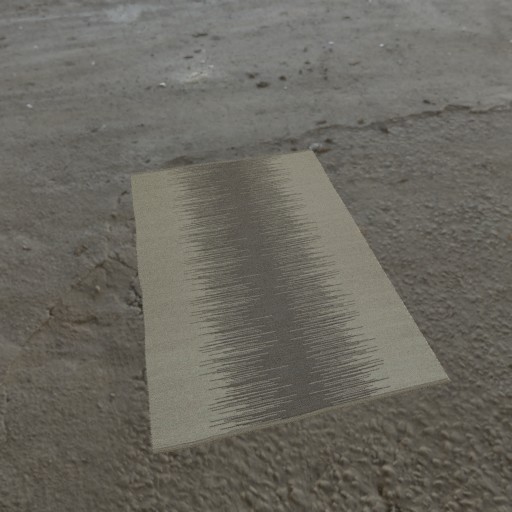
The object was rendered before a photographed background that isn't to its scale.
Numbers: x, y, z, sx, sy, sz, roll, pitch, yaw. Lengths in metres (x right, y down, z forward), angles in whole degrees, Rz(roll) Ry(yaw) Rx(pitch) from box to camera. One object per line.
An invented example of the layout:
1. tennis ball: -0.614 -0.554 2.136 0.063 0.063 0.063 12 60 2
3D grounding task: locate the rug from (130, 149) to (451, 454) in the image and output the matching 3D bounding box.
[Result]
1. rug: 0.000 0.000 2.343 1.226 0.007 1.815 -10 47 -9
